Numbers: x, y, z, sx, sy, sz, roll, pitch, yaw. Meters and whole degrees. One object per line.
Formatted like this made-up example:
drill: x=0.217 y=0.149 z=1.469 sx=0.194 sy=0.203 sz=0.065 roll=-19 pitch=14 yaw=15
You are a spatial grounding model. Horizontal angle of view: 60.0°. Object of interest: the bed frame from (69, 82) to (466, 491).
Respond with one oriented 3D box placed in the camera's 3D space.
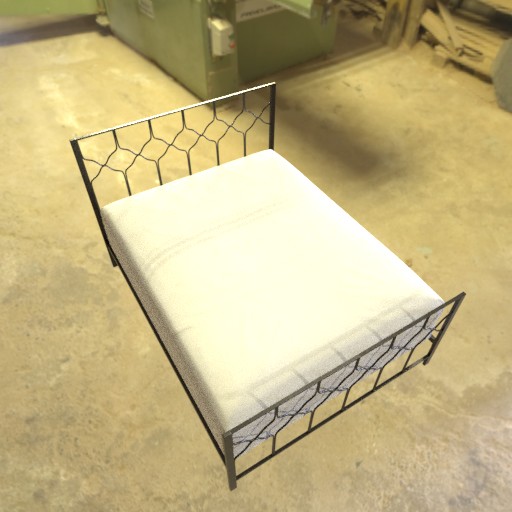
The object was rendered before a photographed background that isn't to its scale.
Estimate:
bed frame: x=0.000 y=0.000 z=3.011 sx=1.597 sy=1.222 sz=2.063 roll=-24 pitch=51 yaw=-21
